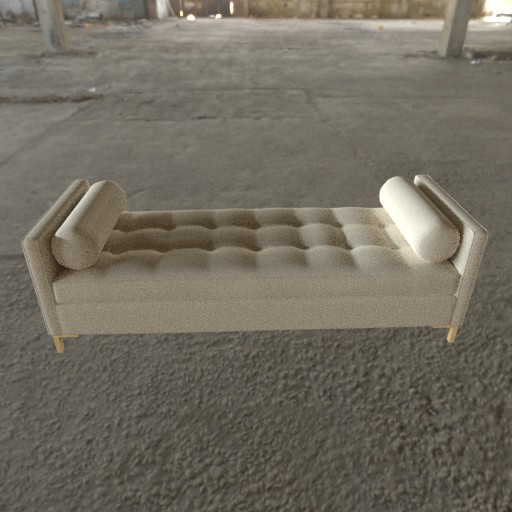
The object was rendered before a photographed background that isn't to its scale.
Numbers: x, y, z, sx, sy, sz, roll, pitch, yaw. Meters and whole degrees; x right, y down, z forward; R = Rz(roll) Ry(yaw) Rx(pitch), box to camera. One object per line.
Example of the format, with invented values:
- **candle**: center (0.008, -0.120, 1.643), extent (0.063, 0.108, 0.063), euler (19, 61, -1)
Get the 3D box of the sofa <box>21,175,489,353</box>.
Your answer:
- **sofa**: center (0.000, 0.000, 2.313), extent (1.985, 0.641, 0.746), euler (-1, 30, -2)
